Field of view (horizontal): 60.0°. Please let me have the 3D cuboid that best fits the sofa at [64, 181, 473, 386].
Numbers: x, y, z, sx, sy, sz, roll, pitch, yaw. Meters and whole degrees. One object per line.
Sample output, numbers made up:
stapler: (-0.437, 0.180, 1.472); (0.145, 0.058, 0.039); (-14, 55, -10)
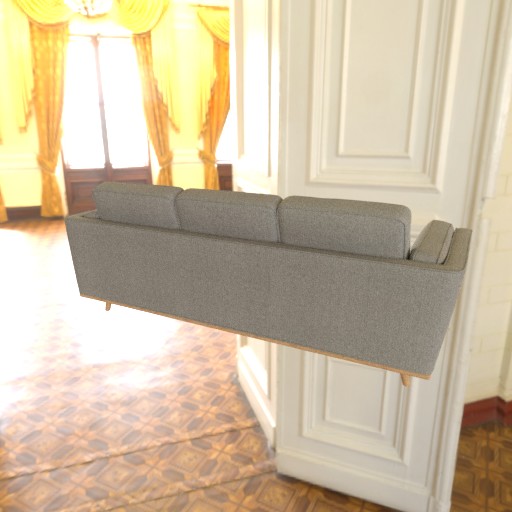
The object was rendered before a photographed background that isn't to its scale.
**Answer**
sofa: (0.000, 0.000, 2.756); (2.362, 0.899, 0.903); (9, 19, 26)
